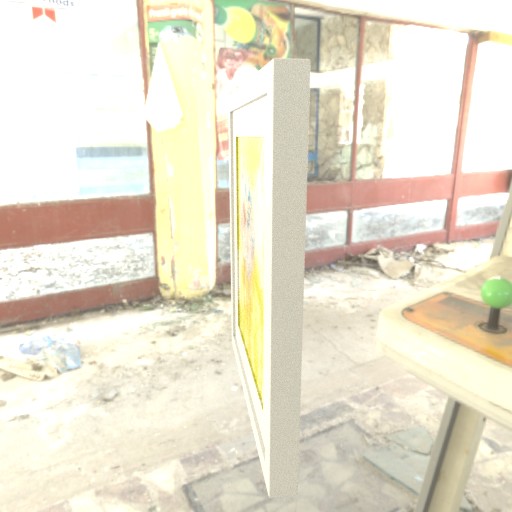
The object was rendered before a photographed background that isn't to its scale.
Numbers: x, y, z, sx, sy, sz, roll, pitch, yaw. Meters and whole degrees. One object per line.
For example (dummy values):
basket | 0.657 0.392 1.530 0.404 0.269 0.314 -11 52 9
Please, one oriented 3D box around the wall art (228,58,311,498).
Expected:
wall art | 0.000 0.000 0.524 0.028 0.381 0.331 -2 15 -9
